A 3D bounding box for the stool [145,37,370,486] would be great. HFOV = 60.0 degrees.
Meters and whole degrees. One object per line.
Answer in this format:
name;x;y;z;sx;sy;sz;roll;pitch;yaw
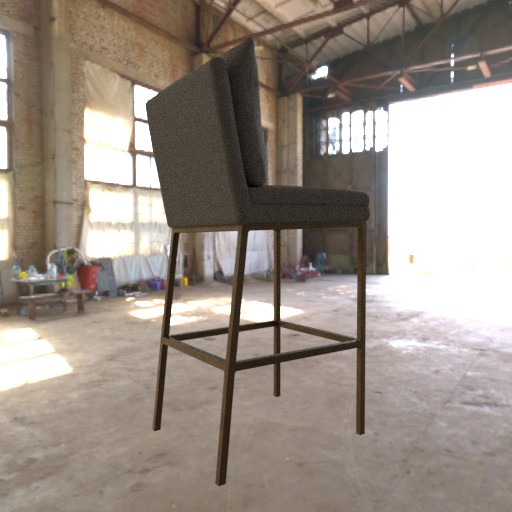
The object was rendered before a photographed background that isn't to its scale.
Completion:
stool;0.000;0.000;1.416;0.569;1.132;0.463;-1;2;-36
